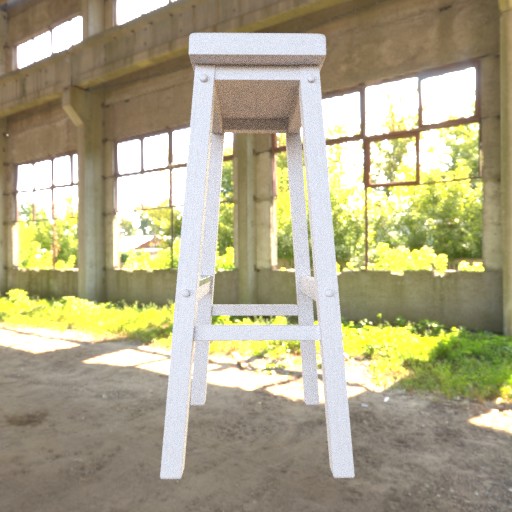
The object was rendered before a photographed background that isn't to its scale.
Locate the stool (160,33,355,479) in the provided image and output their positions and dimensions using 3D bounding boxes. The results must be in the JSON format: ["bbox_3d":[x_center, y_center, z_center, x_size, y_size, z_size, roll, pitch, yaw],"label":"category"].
[{"bbox_3d":[0.000,0.000,0.939,0.322,0.742,0.406,0,0,-1],"label":"stool"}]
